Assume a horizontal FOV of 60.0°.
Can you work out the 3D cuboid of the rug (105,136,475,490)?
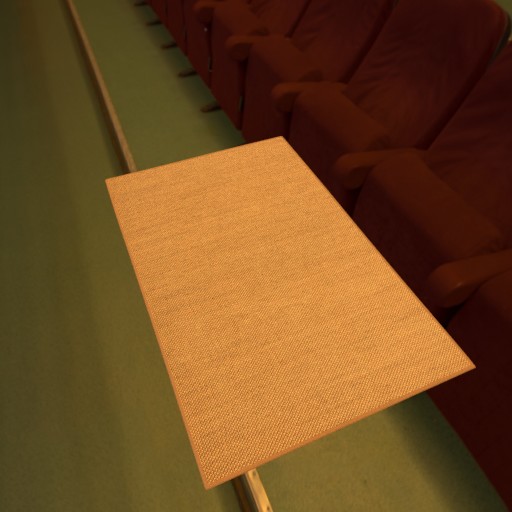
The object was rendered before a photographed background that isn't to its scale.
[{"bbox_3d":[0.000,0.000,2.016,1.061,0.012,1.668,-18,50,-15],"label":"rug"}]
